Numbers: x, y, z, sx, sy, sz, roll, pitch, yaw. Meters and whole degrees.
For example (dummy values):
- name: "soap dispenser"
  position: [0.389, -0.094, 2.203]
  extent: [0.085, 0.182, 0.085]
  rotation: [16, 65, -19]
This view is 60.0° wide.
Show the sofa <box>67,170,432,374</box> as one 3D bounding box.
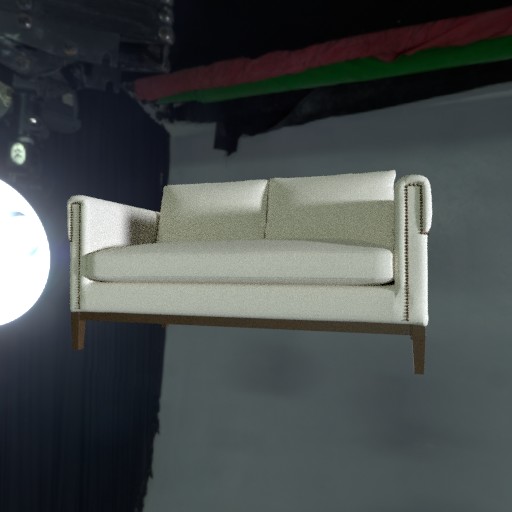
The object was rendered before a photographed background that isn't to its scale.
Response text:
- name: "sofa"
  position: [0.000, 0.000, 2.204]
  extent: [1.598, 0.873, 0.905]
  rotation: [0, -1, 18]
